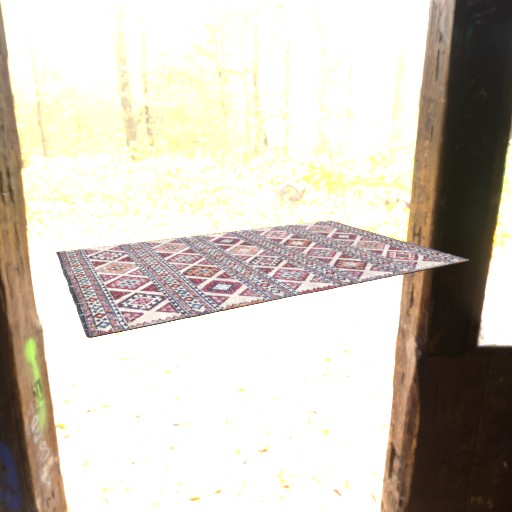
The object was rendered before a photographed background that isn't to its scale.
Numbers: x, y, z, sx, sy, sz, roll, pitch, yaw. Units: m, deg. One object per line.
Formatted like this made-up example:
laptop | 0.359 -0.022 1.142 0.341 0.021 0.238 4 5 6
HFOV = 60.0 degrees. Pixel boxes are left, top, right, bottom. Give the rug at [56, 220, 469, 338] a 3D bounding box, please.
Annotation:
rug | 0.000 0.000 3.069 2.440 0.010 1.545 -8 18 -27
